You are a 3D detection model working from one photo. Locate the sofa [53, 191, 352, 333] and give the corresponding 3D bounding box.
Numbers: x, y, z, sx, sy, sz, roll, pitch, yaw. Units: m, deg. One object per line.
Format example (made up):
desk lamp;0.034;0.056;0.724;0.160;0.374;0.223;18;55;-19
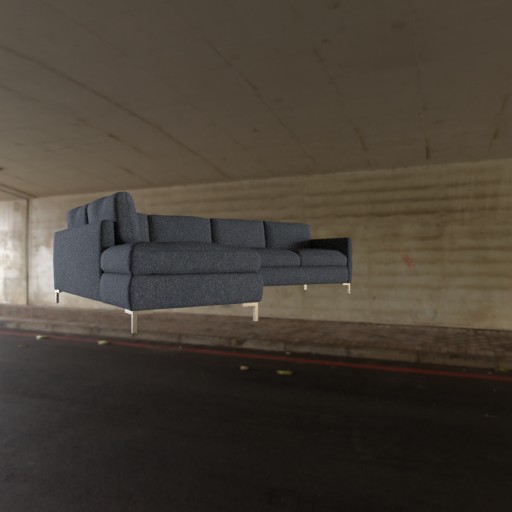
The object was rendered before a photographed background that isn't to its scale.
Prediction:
sofa;0.000;0.000;3.856;2.949;0.815;2.007;0;-1;-35
